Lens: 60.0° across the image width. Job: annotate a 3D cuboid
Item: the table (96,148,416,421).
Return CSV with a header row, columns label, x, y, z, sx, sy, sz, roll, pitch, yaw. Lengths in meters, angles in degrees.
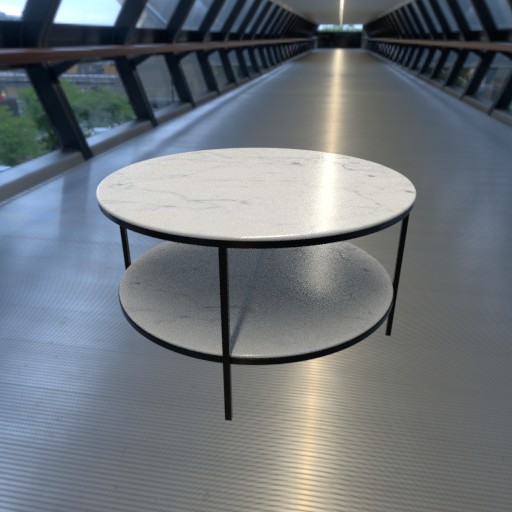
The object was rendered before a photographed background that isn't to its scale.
label,x,y,z,sx,sy,sz,roll,pitch,yaw
table,0.000,0.000,1.258,0.800,0.450,0.800,0,25,0
